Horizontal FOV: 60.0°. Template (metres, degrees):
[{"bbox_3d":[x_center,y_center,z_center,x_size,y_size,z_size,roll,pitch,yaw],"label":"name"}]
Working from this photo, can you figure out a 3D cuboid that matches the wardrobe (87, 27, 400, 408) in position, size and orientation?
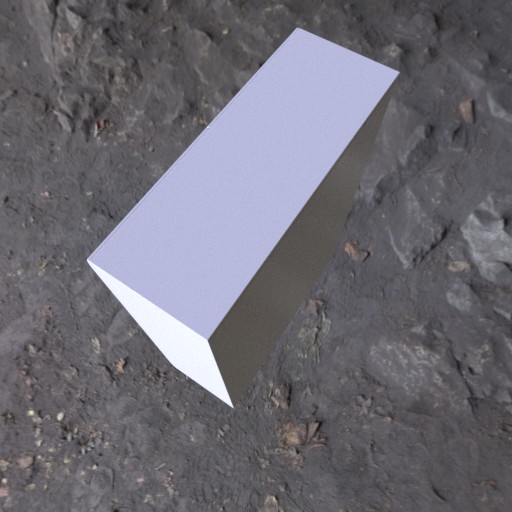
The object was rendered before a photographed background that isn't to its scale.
[{"bbox_3d":[0.000,0.000,1.646,0.360,1.200,0.900,31,68,14],"label":"wardrobe"}]
